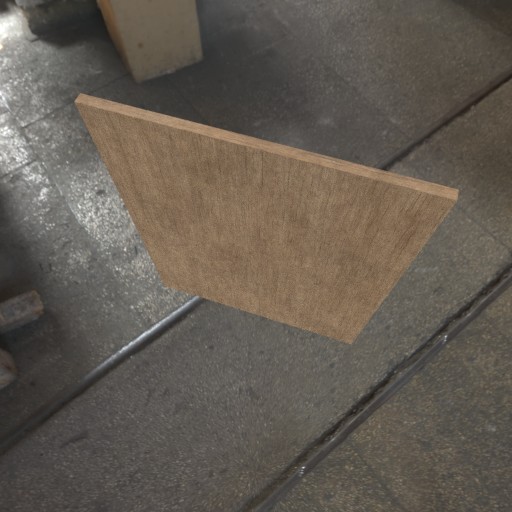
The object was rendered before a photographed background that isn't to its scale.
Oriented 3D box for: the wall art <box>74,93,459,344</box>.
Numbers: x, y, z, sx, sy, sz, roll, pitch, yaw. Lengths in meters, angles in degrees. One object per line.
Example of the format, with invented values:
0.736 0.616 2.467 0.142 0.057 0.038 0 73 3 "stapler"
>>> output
0.000 0.000 0.901 0.534 0.686 0.018 16 65 8 "wall art"
